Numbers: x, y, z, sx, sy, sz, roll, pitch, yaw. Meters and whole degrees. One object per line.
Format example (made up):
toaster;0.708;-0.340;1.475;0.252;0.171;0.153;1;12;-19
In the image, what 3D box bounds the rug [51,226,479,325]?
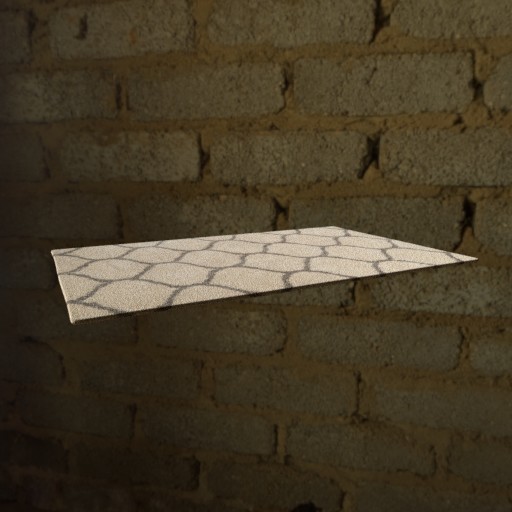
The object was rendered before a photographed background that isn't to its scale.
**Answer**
rug;0.000;0.000;2.866;2.348;0.024;1.501;-6;14;-26
